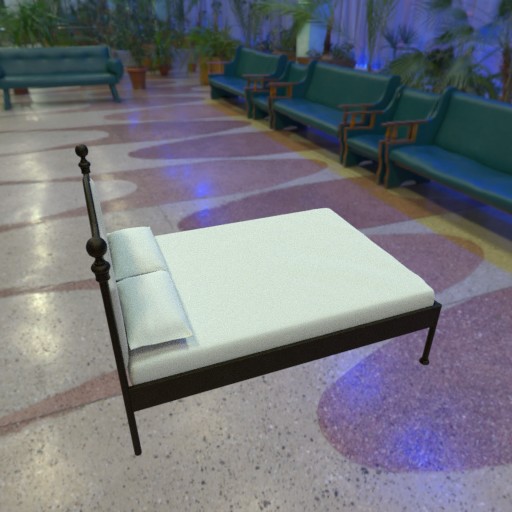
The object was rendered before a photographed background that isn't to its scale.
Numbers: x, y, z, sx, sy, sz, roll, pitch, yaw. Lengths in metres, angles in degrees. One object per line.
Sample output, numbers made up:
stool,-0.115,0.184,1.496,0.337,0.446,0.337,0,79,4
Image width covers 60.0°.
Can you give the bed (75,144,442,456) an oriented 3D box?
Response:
bed,0.000,0.000,3.297,2.224,1.499,1.642,-11,32,-18
